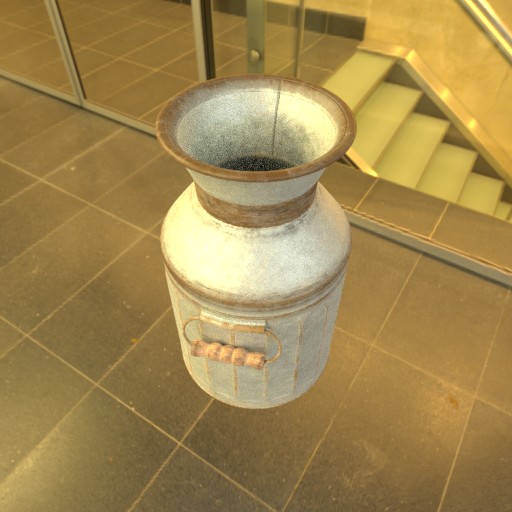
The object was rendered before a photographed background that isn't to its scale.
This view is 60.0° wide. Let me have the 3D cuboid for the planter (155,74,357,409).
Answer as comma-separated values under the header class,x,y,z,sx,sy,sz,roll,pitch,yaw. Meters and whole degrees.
class,x,y,z,sx,sy,sz,roll,pitch,yaw
planter,0.000,0.000,0.521,0.215,0.358,0.248,10,47,9
